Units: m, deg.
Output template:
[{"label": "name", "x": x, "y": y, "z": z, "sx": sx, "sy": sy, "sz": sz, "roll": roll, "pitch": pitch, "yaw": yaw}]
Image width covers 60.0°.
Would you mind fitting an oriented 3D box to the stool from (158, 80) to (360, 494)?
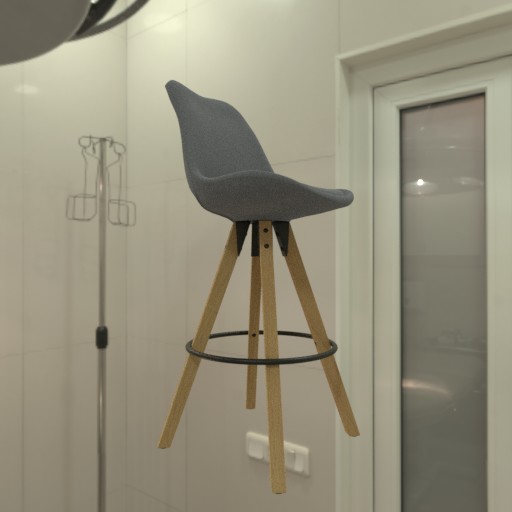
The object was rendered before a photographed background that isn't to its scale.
[{"label": "stool", "x": 0.000, "y": 0.000, "z": 1.357, "sx": 0.550, "sy": 1.115, "sz": 0.485, "roll": 0, "pitch": 0, "yaw": 37}]
